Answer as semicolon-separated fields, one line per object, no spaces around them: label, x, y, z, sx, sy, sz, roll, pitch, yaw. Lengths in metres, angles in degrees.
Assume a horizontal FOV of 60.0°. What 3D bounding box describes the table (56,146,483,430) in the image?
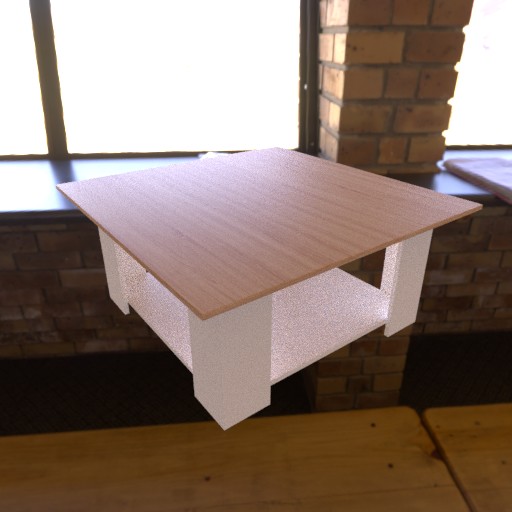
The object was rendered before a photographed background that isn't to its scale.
table;0.000;0.000;1.044;0.670;0.305;0.670;-19;32;-32
